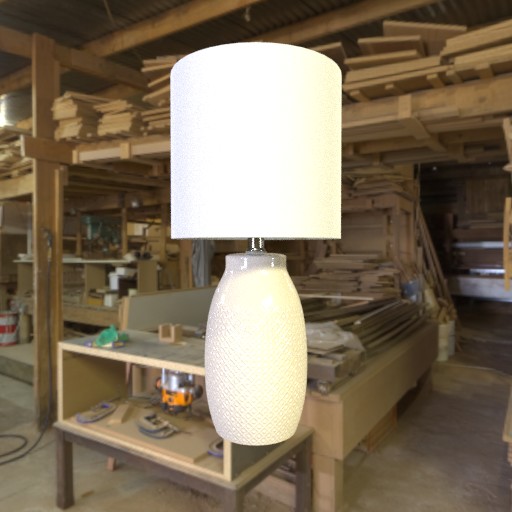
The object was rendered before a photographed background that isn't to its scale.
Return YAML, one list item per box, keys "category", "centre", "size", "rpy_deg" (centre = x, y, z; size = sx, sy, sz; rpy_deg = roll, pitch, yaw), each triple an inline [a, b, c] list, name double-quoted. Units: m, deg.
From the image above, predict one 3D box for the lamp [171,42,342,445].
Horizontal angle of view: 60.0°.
- category: "lamp"
  centre: [0.000, 0.000, 0.577]
  size: [0.217, 0.453, 0.217]
  rpy_deg: [1, 2, 36]
